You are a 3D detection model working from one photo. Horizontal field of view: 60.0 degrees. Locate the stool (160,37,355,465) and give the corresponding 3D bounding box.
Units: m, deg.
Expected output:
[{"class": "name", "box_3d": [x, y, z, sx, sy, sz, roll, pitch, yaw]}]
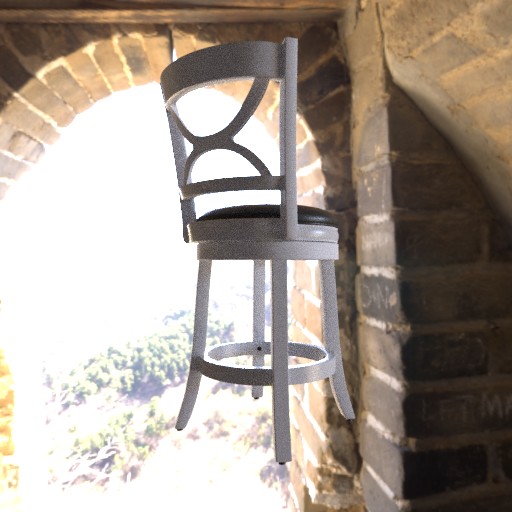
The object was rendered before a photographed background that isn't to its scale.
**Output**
[{"class": "stool", "box_3d": [0.000, 0.000, 1.217, 0.444, 0.953, 0.508, -1, -1, 37]}]
